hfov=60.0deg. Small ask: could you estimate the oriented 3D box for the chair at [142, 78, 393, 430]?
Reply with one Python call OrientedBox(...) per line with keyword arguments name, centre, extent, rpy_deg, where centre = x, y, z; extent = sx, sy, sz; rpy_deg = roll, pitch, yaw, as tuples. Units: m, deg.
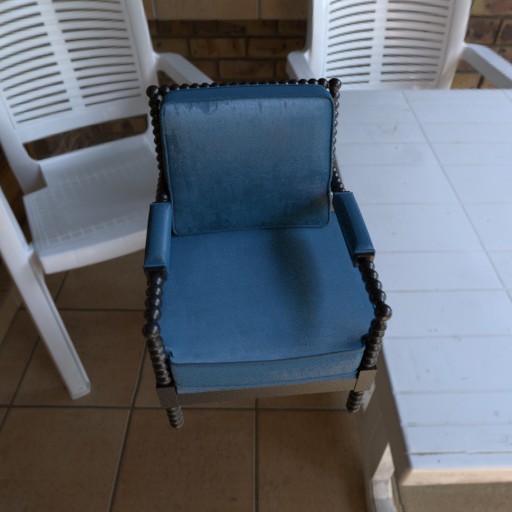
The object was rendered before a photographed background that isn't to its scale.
OrientedBox(name="chair", centre=(0.000, 0.000, 1.461), extent=(0.688, 0.857, 0.805), rpy_deg=(-4, 45, -4))
